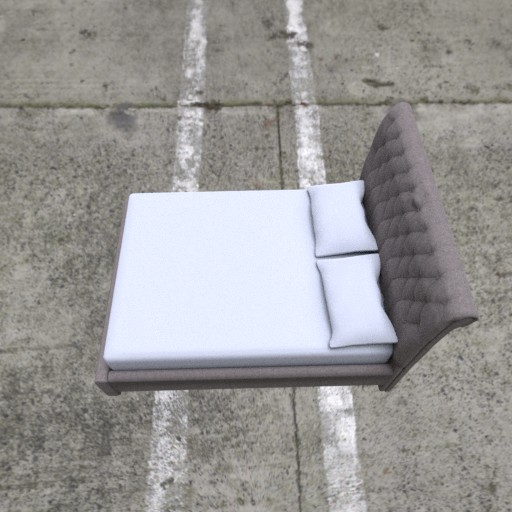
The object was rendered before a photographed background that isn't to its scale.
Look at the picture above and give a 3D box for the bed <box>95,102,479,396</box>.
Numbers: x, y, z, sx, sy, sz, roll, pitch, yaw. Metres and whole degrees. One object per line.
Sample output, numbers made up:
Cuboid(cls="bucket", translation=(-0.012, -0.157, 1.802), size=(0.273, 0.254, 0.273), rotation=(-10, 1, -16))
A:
Cuboid(cls="bed", translation=(0.000, 0.000, 3.227), size=(2.252, 1.371, 1.645), rotation=(-1, 58, -1))
